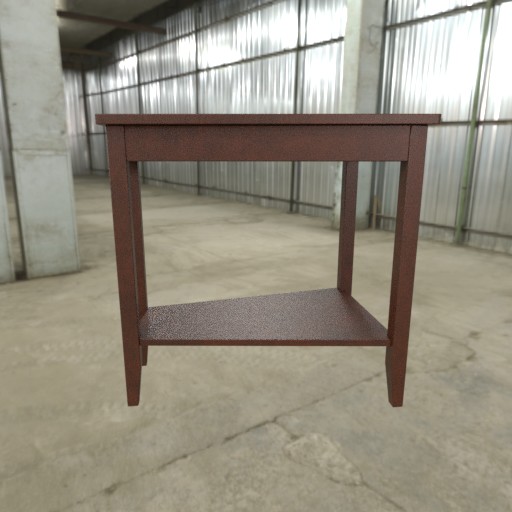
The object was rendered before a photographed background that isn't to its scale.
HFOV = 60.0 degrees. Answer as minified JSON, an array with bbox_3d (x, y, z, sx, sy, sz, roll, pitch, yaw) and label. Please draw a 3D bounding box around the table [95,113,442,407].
[{"bbox_3d":[0.000,0.000,0.995,0.605,0.589,0.399,-2,14,-8],"label":"table"}]
